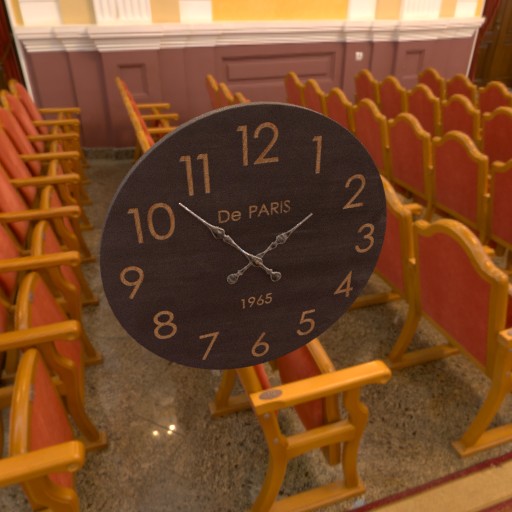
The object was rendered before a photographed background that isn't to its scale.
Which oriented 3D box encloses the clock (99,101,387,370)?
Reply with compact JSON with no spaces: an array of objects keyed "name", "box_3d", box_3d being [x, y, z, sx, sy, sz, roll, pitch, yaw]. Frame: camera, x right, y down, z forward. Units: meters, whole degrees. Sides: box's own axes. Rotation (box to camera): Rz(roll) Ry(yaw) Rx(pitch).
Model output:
[{"name":"clock","box_3d":[0.000,0.000,0.895,0.595,0.595,0.029,-10,33,-16]}]
